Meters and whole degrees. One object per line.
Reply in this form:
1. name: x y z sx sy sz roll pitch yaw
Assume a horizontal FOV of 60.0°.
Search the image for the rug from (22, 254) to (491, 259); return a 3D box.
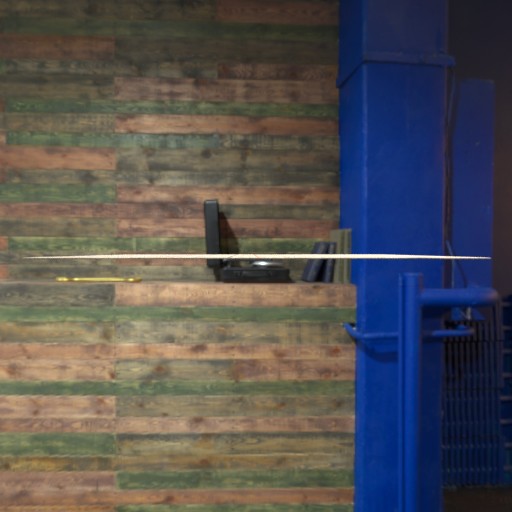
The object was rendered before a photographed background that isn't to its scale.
1. rug: 0.000 0.000 4.098 3.048 0.012 2.444 0 1 -1
